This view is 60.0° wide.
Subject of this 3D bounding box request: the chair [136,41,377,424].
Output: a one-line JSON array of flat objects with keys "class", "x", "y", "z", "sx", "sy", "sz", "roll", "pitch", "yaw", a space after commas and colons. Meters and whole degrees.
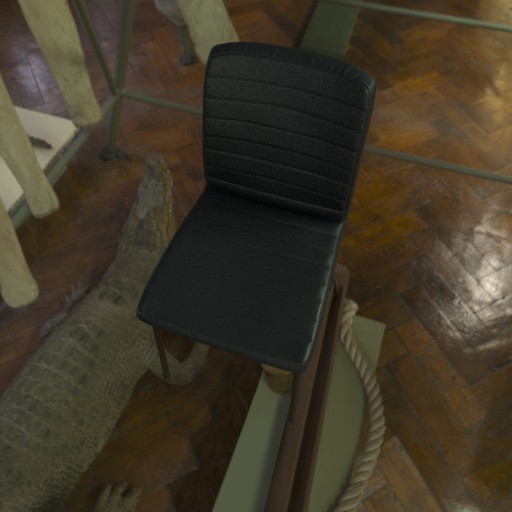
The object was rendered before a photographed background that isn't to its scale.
[{"class": "chair", "x": 0.000, "y": 0.000, "z": 1.195, "sx": 0.450, "sy": 0.872, "sz": 0.572, "roll": 16, "pitch": 59, "yaw": 10}]
